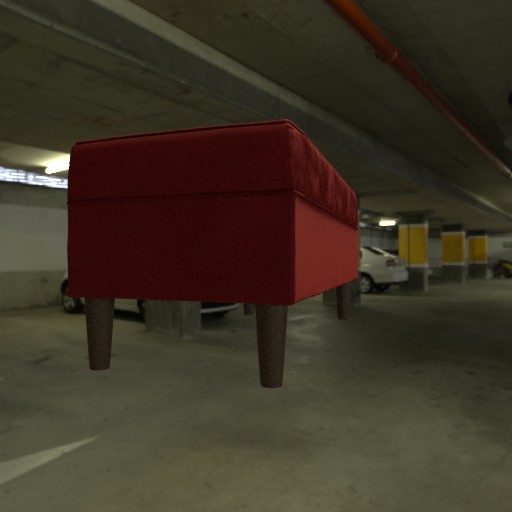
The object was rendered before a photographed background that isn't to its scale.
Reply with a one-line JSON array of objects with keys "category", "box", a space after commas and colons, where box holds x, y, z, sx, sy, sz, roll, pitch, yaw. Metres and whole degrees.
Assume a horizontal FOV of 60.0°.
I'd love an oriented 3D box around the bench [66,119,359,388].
[{"category": "bench", "box": [0.000, 0.000, 1.297, 0.492, 0.471, 1.016, 0, 0, 19]}]
